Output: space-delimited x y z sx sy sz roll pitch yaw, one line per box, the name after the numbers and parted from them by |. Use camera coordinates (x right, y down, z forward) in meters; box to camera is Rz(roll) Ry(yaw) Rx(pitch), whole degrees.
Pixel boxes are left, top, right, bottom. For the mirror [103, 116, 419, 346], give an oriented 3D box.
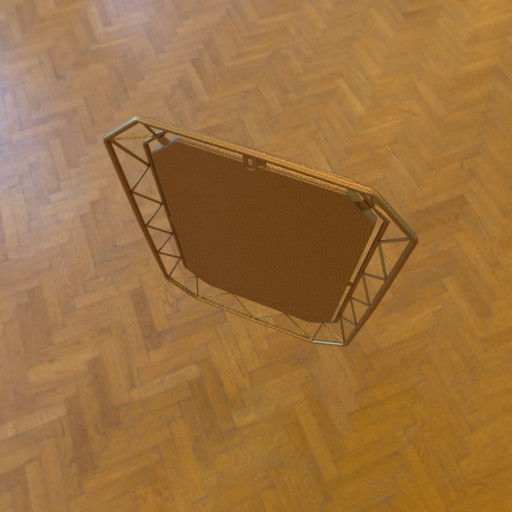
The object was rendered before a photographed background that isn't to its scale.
0.000 0.000 0.735 0.417 0.566 0.042 20 65 10 | mirror
